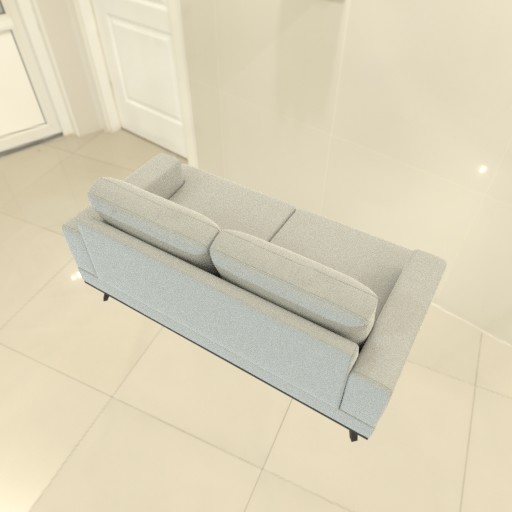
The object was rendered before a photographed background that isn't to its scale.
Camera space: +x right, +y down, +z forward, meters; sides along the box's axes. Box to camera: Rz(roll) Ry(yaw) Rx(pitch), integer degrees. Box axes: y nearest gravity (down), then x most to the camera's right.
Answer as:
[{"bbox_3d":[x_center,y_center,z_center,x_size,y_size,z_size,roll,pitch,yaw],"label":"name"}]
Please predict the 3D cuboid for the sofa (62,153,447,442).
[{"bbox_3d":[0.000,0.000,2.198,1.650,0.810,0.920,24,51,21],"label":"sofa"}]
